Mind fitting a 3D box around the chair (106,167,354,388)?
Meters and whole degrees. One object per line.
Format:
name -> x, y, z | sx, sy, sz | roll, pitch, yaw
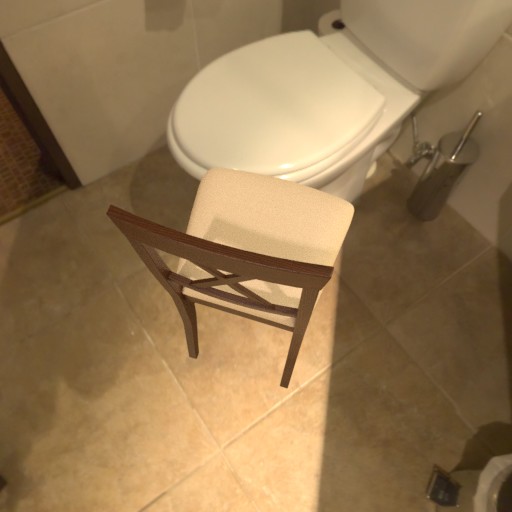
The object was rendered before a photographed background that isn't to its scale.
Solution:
chair -> 0.000, 0.000, 1.186 | 0.440, 0.913, 0.480 | 16, 64, 8
